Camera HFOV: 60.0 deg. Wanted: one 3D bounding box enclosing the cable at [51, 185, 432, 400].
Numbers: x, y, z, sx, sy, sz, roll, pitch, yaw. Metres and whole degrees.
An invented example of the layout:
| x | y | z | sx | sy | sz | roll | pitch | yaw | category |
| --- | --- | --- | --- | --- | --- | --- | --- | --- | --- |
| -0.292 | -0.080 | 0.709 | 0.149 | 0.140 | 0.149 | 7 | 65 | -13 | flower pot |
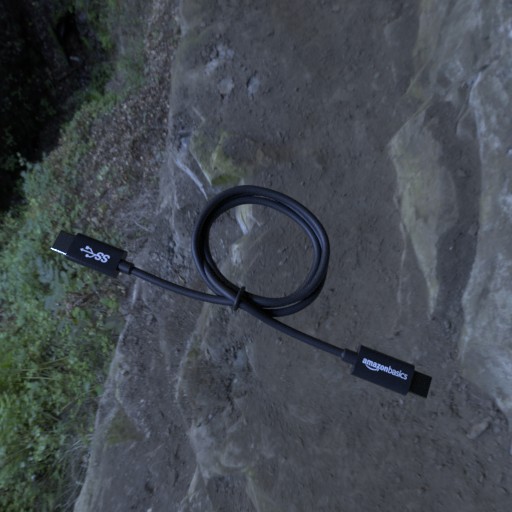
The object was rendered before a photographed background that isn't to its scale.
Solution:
| x | y | z | sx | sy | sz | roll | pitch | yaw | category |
| --- | --- | --- | --- | --- | --- | --- | --- | --- | --- |
| 0.000 | 0.000 | 0.209 | 0.186 | 0.014 | 0.070 | 21 | 76 | 5 | cable |
